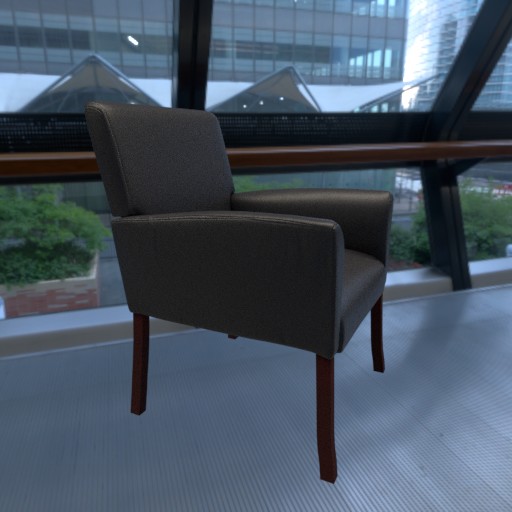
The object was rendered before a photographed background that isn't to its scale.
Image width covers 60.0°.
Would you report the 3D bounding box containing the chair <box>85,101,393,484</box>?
[{"bbox_3d":[0.000,0.000,1.451,0.772,0.951,0.683,7,17,26],"label":"chair"}]
